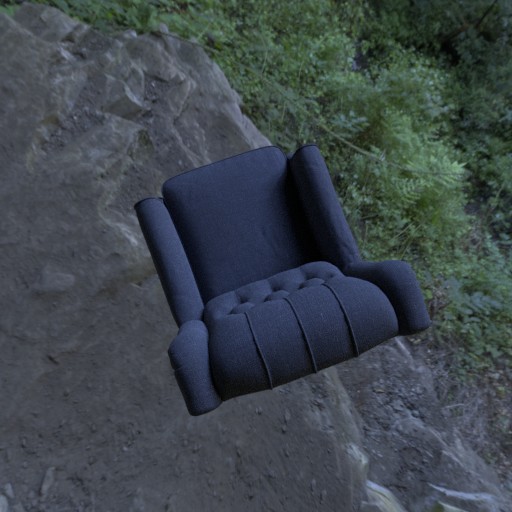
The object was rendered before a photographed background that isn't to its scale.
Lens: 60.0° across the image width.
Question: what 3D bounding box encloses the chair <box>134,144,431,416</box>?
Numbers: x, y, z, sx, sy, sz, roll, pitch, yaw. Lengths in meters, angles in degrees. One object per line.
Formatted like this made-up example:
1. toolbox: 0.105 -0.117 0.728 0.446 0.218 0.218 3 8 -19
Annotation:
1. chair: 0.000 0.000 1.659 0.742 1.035 0.898 -19 76 -5
